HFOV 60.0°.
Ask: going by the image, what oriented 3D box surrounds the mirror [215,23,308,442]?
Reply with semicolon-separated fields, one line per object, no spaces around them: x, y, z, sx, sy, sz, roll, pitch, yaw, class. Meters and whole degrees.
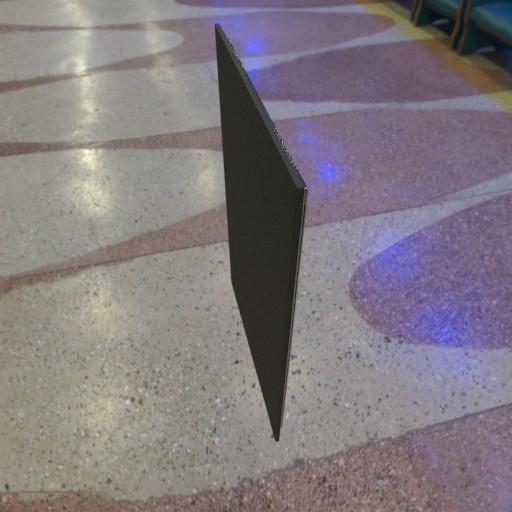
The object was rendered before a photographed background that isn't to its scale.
0.000;0.000;1.137;0.039;0.914;0.613;-10;48;-10;mirror
